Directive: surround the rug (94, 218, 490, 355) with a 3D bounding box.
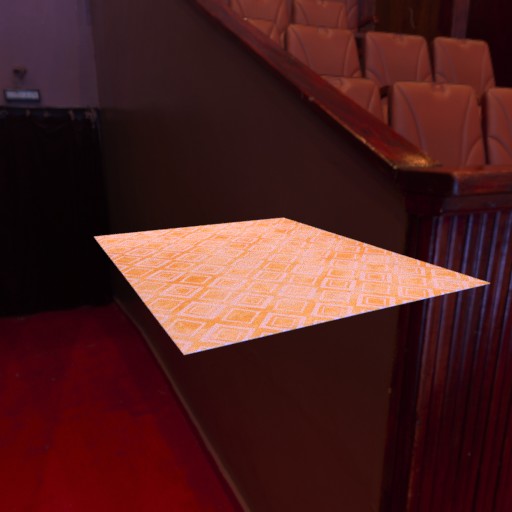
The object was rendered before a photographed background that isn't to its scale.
[{"bbox_3d":[0.000,0.000,4.126,2.433,0.011,3.037,-8,17,-27],"label":"rug"}]
